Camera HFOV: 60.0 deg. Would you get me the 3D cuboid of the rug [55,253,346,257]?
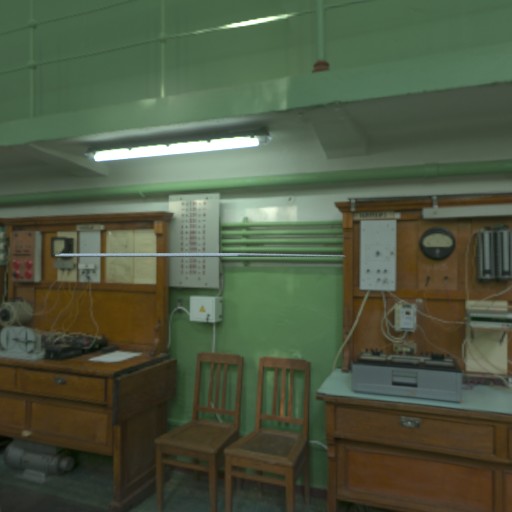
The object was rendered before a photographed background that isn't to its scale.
[{"bbox_3d":[0.000,0.000,2.410,0.662,0.011,2.196,0,0,19],"label":"rug"}]
